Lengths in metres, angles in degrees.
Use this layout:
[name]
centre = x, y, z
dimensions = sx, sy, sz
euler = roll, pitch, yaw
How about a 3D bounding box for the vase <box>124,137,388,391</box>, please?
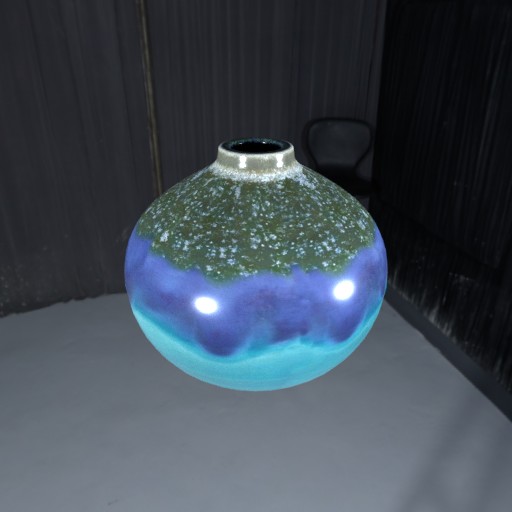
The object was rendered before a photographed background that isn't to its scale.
[vase]
centre = 0.000, 0.000, 0.267
dimensions = 0.154, 0.133, 0.154
euler = 0, 27, 0
